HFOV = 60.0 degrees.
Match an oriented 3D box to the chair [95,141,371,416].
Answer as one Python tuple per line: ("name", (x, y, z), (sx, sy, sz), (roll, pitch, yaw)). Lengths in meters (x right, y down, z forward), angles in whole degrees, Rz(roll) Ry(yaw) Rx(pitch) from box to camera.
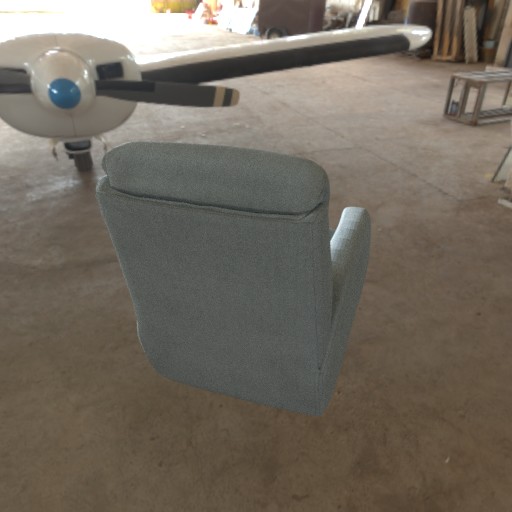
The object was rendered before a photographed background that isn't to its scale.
("chair", (0.000, 0.000, 1.660), (0.794, 1.016, 0.940), (10, 32, 16))
